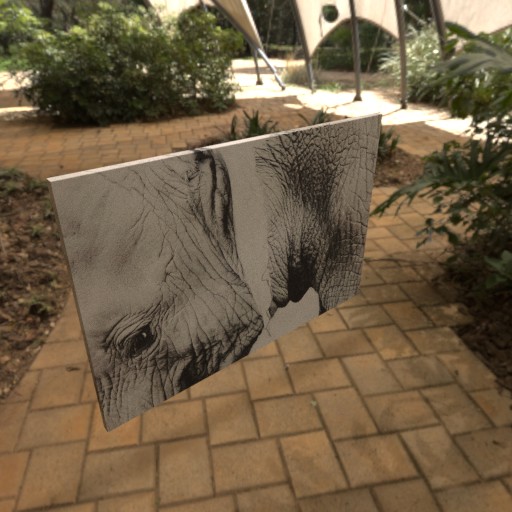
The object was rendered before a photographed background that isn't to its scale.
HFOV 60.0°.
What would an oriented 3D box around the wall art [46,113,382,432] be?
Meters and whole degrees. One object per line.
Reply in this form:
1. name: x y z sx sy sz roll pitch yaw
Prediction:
1. wall art: 0.000 0.000 1.149 0.914 0.607 0.023 -22 35 -34
